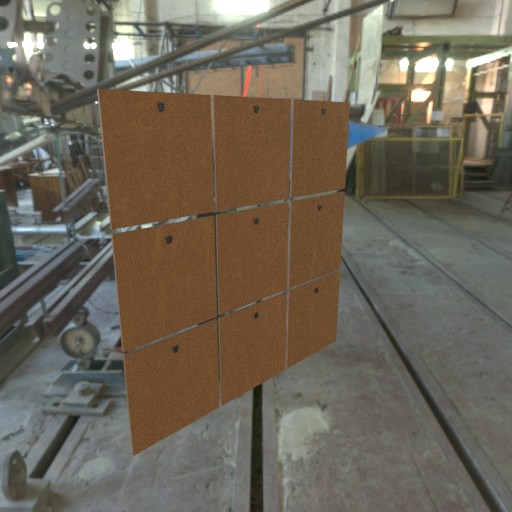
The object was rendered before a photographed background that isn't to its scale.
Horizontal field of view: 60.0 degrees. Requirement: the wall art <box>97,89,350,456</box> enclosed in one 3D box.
[{"bbox_3d":[0.000,0.000,2.256,1.526,1.522,0.023,-16,23,-43],"label":"wall art"}]
